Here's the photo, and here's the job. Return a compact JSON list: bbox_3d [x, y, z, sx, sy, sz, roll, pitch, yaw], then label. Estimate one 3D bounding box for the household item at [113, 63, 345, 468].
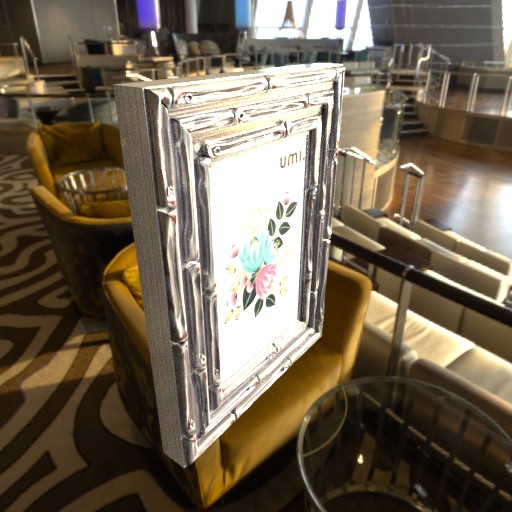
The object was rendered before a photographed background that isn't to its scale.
[{"bbox_3d":[0.000,0.000,0.281,0.025,0.216,0.165,19,33,33],"label":"household item"}]
